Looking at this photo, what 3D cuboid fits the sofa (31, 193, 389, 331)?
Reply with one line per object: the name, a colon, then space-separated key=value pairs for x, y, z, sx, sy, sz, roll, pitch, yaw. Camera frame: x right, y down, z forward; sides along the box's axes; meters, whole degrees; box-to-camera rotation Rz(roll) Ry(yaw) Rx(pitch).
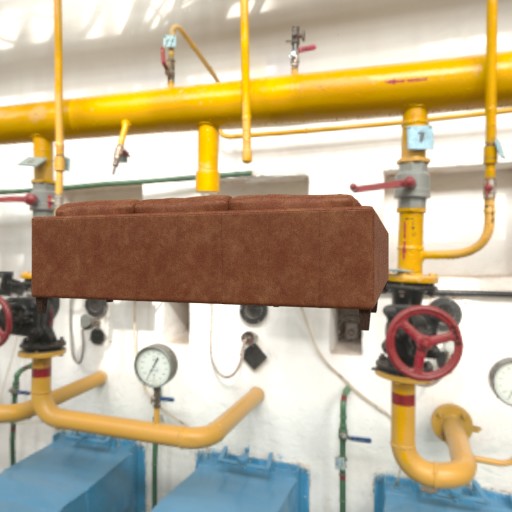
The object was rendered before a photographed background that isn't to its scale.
sofa: x=0.000 y=0.000 z=4.337 sx=2.438 sy=0.838 sz=3.167 roll=0 pitch=0 yaw=18
